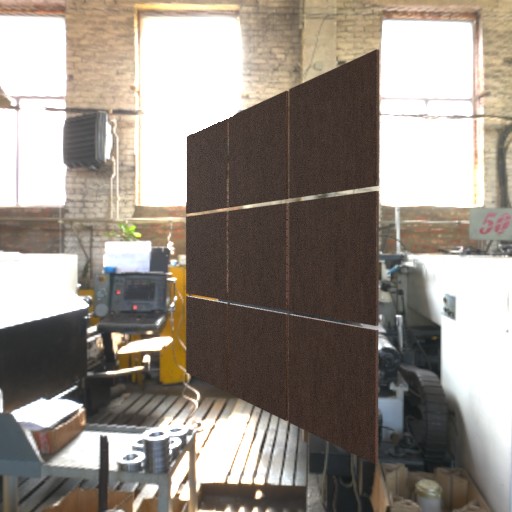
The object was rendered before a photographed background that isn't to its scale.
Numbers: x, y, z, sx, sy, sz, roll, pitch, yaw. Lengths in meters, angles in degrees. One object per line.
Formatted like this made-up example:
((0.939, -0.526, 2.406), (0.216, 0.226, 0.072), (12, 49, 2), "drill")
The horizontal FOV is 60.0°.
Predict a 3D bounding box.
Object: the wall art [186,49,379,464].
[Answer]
((0.000, 0.000, 2.249), (0.014, 1.525, 1.527), (0, 1, -36), "wall art")
